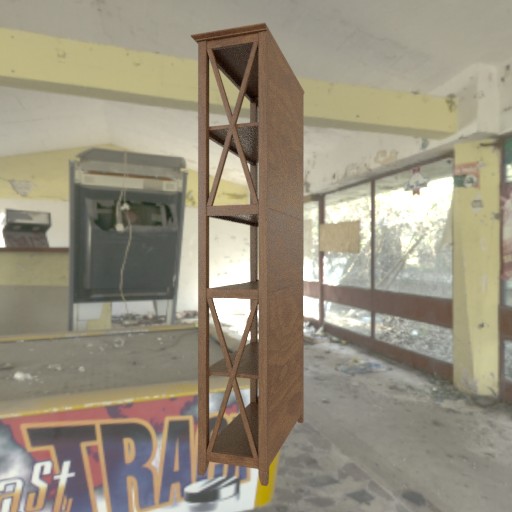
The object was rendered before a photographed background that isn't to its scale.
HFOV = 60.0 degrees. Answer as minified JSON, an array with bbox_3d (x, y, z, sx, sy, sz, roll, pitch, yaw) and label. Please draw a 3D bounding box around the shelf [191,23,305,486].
[{"bbox_3d":[0.000,0.000,2.241,0.335,1.905,0.805,0,0,18],"label":"shelf"}]
